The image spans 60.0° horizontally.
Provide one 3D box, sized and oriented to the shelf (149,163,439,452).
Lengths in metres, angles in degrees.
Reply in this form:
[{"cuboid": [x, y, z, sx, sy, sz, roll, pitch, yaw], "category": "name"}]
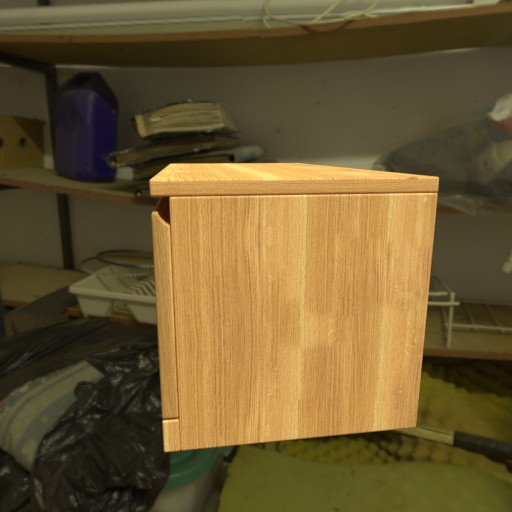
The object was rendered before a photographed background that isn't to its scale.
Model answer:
[{"cuboid": [0.000, 0.000, 1.025, 0.400, 0.400, 0.800, -2, 13, -9], "category": "shelf"}]
